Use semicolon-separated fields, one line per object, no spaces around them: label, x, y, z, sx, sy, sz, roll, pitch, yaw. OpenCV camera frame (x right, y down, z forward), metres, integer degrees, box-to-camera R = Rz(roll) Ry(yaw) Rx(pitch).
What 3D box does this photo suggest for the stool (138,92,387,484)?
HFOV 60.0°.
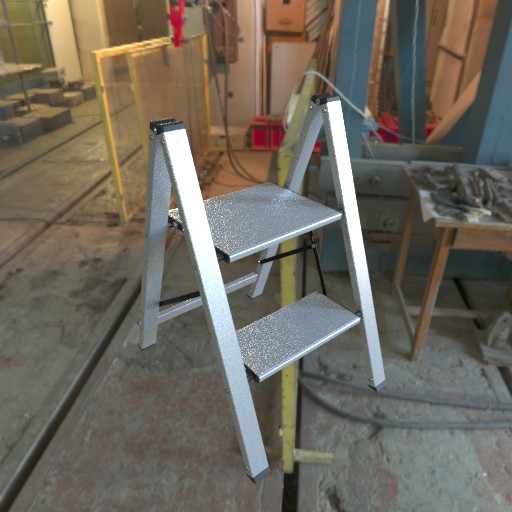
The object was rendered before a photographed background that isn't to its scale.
stool;0.000;0.000;1.027;0.440;0.670;0.535;-22;36;-33
